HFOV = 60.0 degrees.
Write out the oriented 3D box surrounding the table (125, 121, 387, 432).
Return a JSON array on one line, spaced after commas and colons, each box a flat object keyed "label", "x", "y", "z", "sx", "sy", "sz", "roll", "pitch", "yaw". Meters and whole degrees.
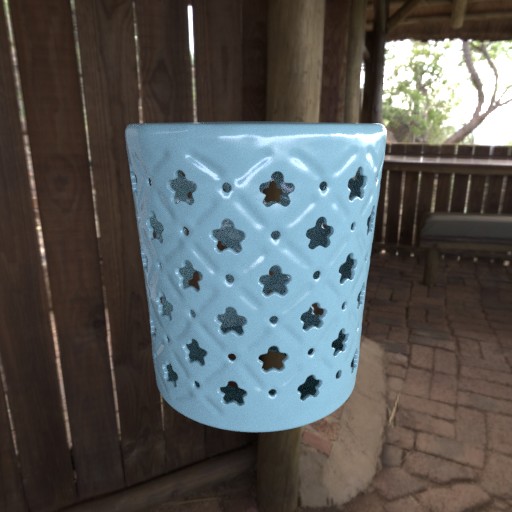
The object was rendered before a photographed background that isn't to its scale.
[{"label": "table", "x": 0.000, "y": 0.000, "z": 0.666, "sx": 0.352, "sy": 0.387, "sz": 0.352, "roll": 0, "pitch": 17, "yaw": 0}]
